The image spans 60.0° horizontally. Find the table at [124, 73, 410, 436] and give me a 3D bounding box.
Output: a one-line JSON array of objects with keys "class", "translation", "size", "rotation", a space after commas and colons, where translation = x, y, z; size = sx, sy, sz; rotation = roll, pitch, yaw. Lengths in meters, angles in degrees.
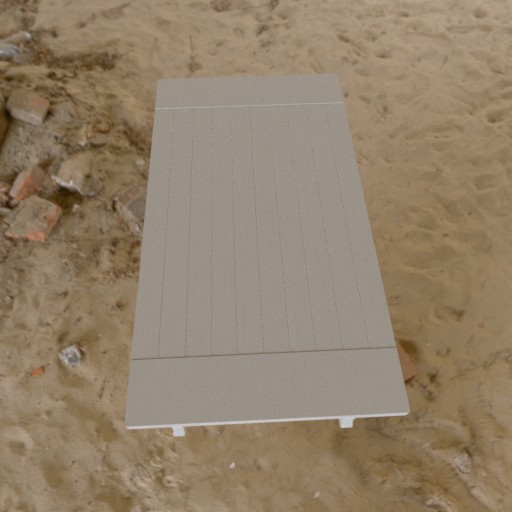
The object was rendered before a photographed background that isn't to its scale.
[{"class": "table", "translation": [0.000, 0.000, 1.383], "size": [0.600, 0.495, 1.062], "rotation": [-2, 60, -1]}]
